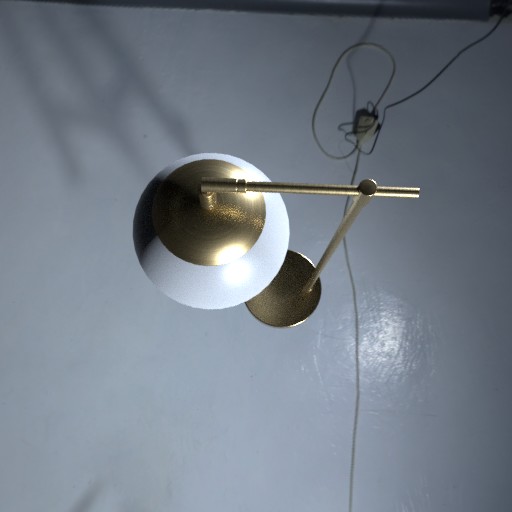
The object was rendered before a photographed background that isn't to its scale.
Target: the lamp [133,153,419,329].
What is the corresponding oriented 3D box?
[{"bbox_3d":[0.000,0.000,0.706,0.324,0.559,0.207,2,75,1],"label":"lamp"}]
